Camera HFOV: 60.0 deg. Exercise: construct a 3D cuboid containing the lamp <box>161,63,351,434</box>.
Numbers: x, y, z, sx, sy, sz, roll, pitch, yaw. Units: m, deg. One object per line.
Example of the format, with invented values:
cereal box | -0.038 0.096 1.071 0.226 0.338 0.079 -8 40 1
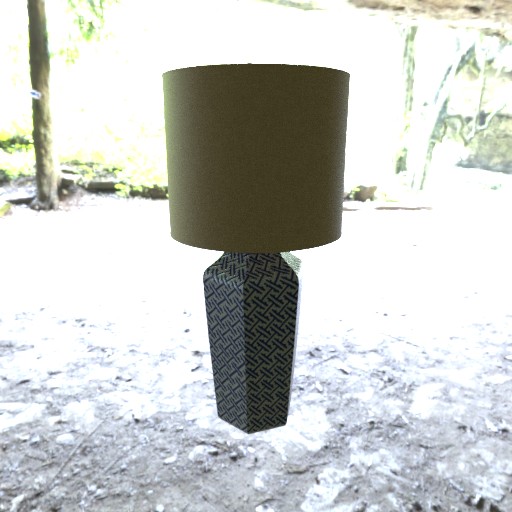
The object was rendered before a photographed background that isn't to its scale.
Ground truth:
lamp | 0.000 0.000 0.851 0.320 0.682 0.320 -15 22 -43
